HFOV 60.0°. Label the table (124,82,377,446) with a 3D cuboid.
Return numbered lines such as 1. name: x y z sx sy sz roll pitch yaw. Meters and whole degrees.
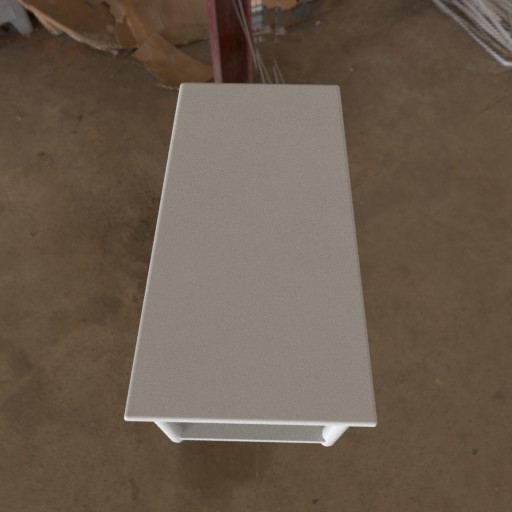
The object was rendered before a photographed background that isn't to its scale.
1. table: 0.000 0.000 1.500 0.580 0.487 1.171 1 58 1
